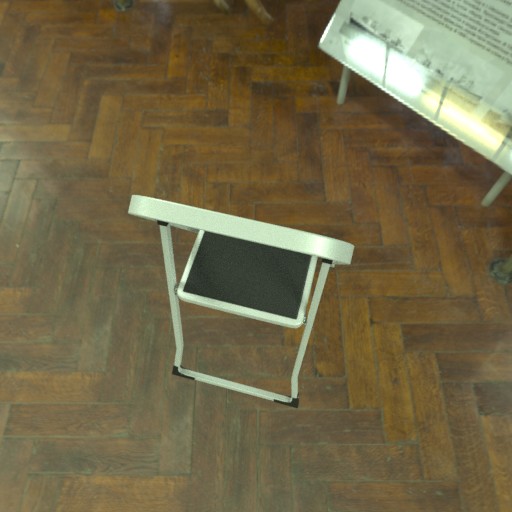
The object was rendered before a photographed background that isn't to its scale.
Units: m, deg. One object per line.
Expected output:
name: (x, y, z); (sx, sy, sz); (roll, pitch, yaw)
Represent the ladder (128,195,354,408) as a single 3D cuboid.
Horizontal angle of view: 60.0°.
ladder: (0.000, 0.000, 1.145); (0.460, 0.810, 0.544); (13, 63, 7)
